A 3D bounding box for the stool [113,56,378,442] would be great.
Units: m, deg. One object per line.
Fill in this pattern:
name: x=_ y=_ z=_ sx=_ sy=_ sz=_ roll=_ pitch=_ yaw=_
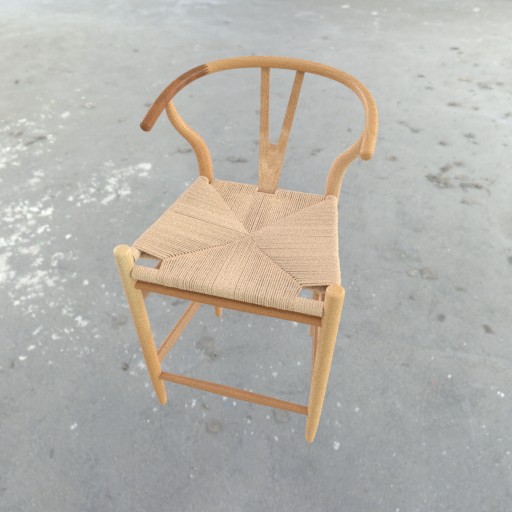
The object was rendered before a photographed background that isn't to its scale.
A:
stool: x=0.000 y=0.000 z=1.274 sx=0.536 sy=0.923 sz=0.575 roll=10 pitch=43 yaw=11
